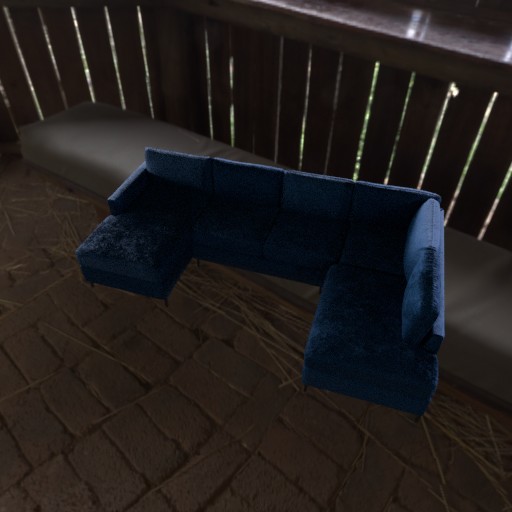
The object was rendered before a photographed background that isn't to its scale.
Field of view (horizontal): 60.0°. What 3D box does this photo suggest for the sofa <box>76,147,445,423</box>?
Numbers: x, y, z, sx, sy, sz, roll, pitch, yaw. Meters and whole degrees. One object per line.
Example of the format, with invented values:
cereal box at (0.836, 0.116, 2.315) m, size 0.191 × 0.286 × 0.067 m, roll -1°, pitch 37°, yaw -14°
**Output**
sofa at (0.000, 0.000, 4.339) m, size 3.434 × 0.992 × 2.055 m, roll 12°, pitch 43°, yaw 13°
